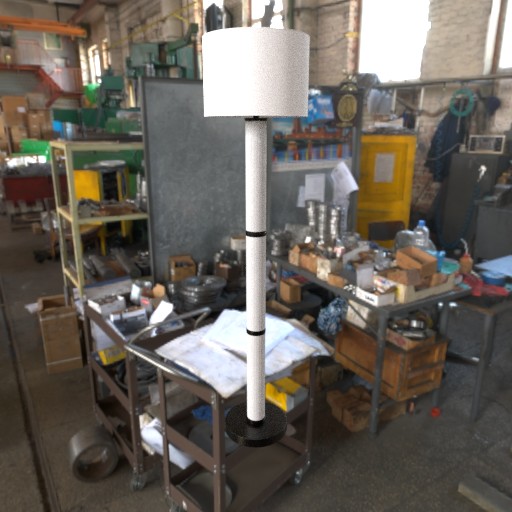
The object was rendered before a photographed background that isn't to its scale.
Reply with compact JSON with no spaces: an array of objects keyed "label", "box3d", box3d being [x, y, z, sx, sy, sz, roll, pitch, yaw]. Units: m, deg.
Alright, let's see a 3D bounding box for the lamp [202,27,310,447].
[{"label":"lamp","box3d":[0.000,0.000,1.774,0.377,1.599,0.377,7,18,23]}]
